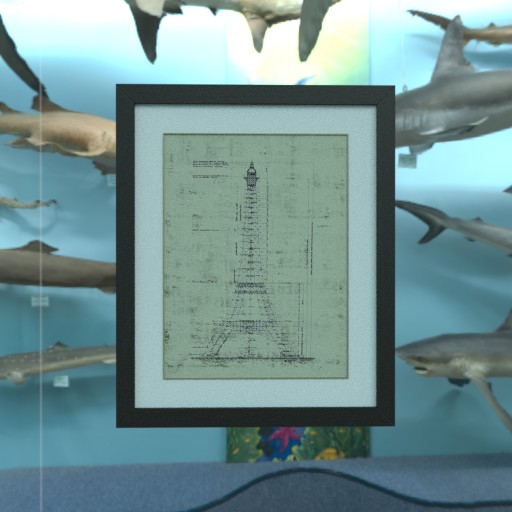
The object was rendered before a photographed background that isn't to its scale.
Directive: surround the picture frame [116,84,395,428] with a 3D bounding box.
[{"bbox_3d":[0.000,0.000,0.740,0.452,0.555,0.044,0,0,-1],"label":"picture frame"}]
